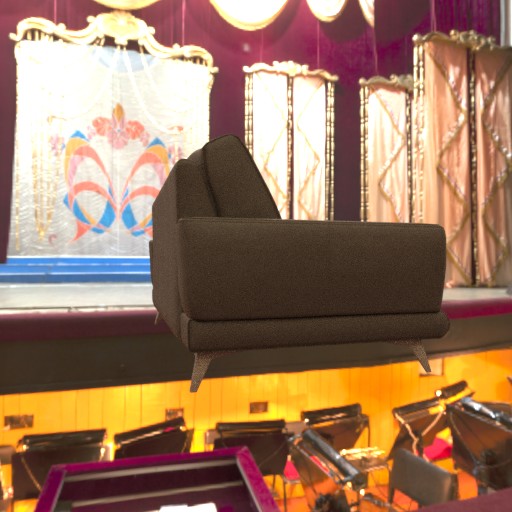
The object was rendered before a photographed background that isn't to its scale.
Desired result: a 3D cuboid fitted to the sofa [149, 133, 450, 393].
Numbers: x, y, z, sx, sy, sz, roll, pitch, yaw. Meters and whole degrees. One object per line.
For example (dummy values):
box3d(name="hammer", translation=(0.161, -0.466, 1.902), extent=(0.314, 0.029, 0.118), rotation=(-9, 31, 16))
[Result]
box3d(name="sofa", translation=(0.000, 0.000, 2.358), extent=(1.018, 0.907, 1.806), rotation=(0, -1, -17))
